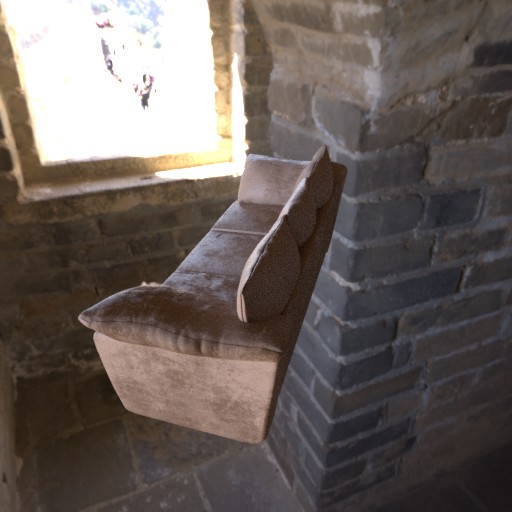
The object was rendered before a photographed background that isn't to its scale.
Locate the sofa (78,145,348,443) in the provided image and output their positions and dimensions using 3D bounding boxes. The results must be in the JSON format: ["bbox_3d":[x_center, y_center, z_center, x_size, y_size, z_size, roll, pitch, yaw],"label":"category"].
[{"bbox_3d":[0.000,0.000,2.851,0.893,0.981,2.377,8,31,14],"label":"sofa"}]
